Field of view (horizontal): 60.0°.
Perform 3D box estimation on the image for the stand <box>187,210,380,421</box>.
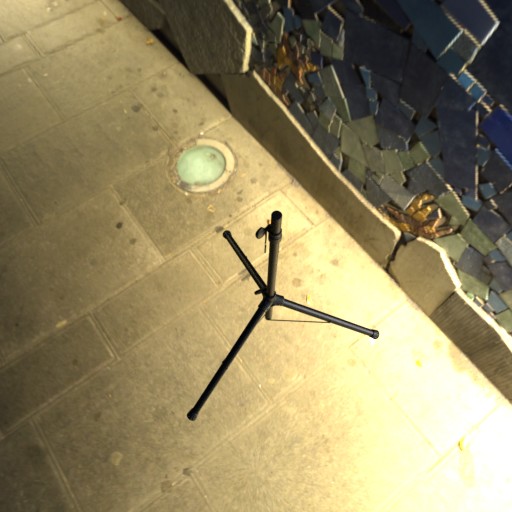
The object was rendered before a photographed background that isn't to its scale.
[{"bbox_3d":[0.000,0.000,1.877,1.045,1.136,0.907,-20,66,-9],"label":"stand"}]
